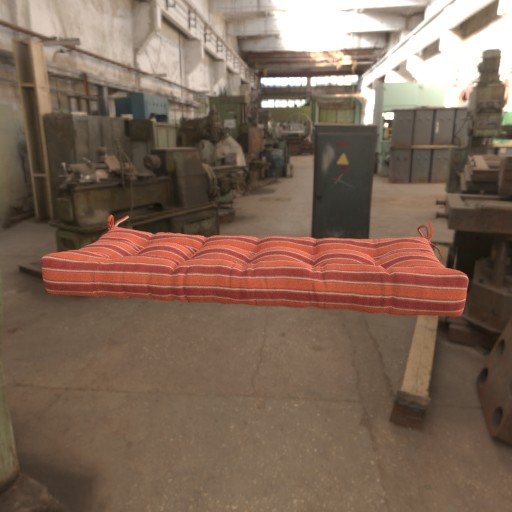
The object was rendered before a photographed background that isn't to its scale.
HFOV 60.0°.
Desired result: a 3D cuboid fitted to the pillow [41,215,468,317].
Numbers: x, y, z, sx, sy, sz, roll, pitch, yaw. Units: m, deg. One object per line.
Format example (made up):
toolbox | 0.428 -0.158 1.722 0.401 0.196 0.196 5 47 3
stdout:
pillow | 0.000 0.000 1.375 1.194 0.174 0.511 2 16 8
